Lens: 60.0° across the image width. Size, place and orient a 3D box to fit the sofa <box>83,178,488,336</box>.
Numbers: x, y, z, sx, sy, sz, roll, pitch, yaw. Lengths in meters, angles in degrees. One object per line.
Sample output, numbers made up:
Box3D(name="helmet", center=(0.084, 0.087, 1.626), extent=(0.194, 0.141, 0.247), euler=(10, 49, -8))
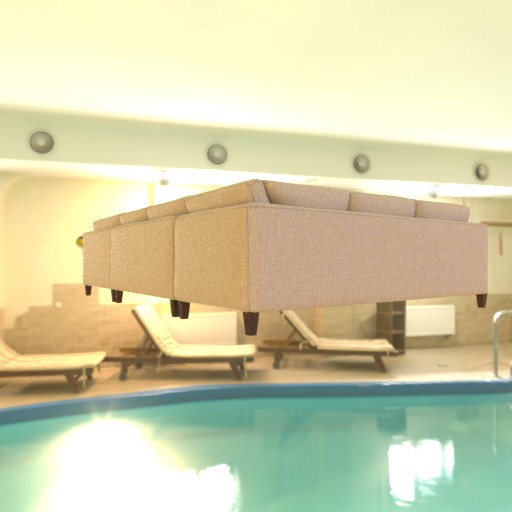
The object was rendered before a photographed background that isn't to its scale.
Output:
Box3D(name="sofa", center=(0.000, 0.000, 4.433), extent=(2.551, 0.889, 3.403), euler=(0, -1, -35))
